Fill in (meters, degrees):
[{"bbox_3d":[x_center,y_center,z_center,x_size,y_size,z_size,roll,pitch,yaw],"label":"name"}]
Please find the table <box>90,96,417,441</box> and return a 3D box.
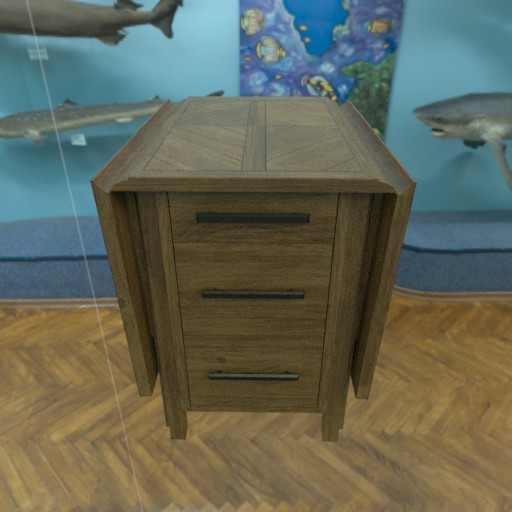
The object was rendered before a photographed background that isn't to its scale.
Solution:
[{"bbox_3d":[0.000,0.000,1.311,0.591,0.763,0.746,0,30,1],"label":"table"}]
